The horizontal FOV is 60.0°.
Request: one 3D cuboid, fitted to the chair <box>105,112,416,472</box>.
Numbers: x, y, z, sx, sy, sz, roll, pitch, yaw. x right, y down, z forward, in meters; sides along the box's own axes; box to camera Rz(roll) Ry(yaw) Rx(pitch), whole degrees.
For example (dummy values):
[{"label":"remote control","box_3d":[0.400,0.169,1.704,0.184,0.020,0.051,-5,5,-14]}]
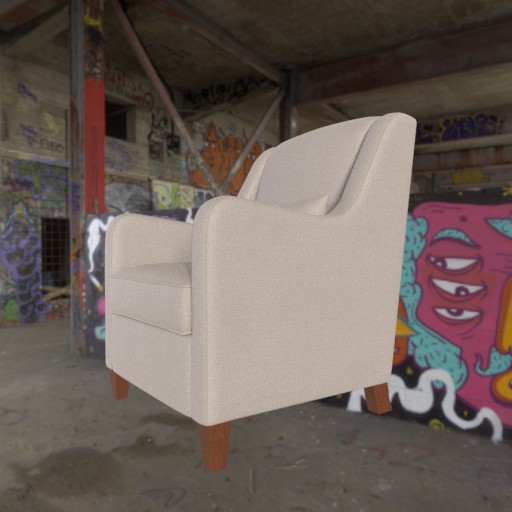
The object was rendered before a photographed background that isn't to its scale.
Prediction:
[{"label":"chair","box_3d":[0.000,0.000,1.539,0.863,1.010,0.715,0,1,-37]}]
